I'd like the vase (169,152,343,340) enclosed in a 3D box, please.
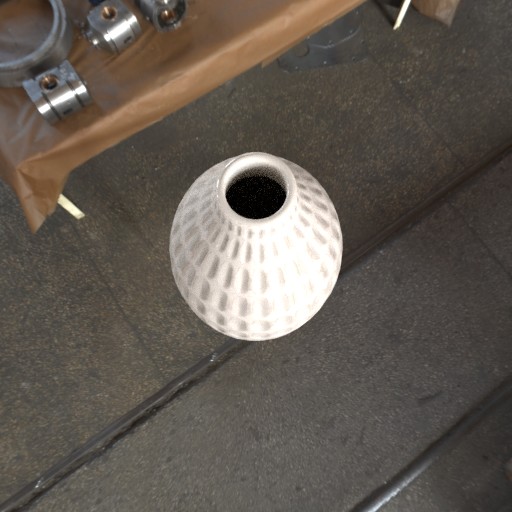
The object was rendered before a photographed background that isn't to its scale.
[{"bbox_3d":[0.000,0.000,0.343,0.127,0.282,0.127,0,77,0],"label":"vase"}]
